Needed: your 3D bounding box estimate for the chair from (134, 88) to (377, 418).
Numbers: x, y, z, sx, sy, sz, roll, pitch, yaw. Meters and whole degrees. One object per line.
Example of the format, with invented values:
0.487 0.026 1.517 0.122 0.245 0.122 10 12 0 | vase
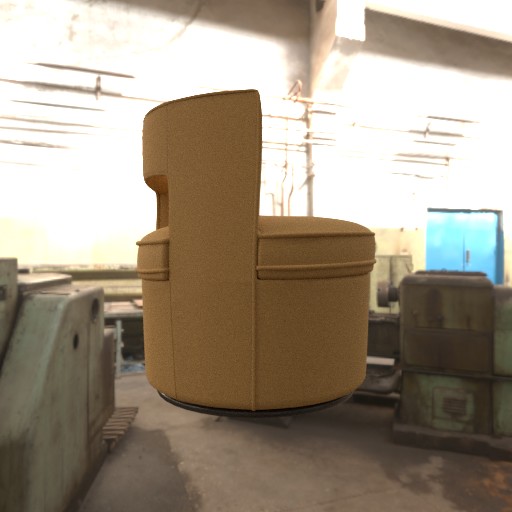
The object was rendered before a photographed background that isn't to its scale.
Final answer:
0.000 0.000 1.257 0.665 0.723 0.650 0 0 -18 | chair
